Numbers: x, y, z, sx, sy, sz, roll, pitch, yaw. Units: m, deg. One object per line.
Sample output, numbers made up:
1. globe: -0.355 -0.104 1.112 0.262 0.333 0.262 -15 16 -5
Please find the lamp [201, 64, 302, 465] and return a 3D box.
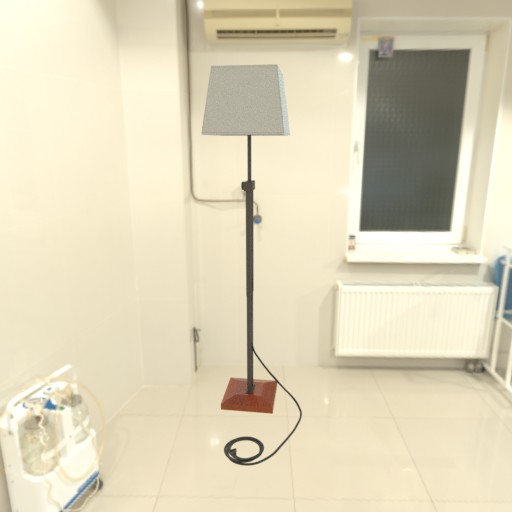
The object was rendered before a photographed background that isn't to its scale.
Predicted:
1. lamp: 0.000 0.000 2.077 0.472 1.712 0.745 2 15 8
